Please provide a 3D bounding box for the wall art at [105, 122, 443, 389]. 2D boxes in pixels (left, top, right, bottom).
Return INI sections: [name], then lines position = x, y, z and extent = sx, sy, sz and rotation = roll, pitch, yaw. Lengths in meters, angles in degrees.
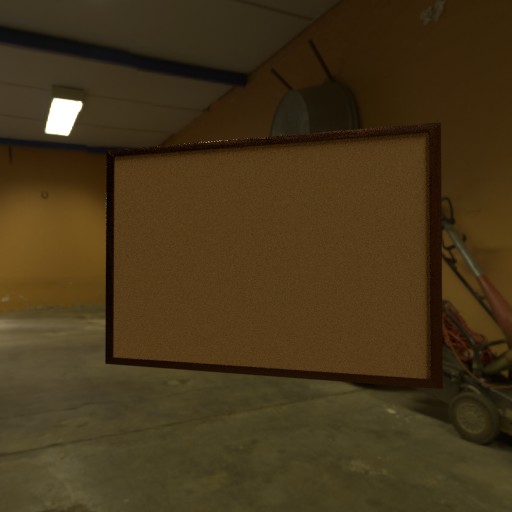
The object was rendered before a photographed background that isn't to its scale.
[wall art]
position = 0.000, 0.000, 1.051
extent = 0.816, 0.559, 0.014
rotation = 0, -1, 16
